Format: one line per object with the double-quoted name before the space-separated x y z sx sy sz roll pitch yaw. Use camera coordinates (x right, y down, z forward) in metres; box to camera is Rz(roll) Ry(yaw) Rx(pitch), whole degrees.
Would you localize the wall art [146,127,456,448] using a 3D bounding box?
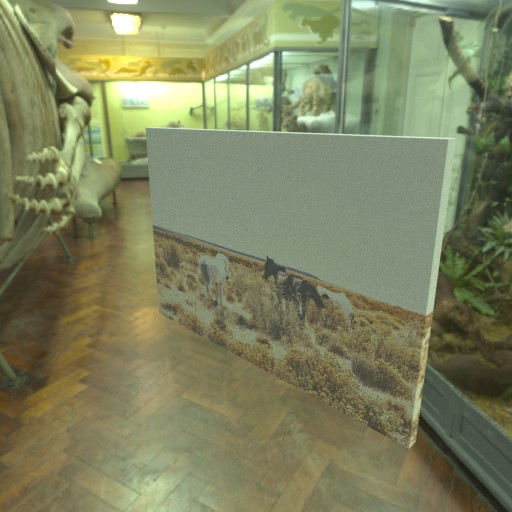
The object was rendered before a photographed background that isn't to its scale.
"wall art" 0.000 0.000 1.876 0.051 1.016 1.520 -17 24 -42
